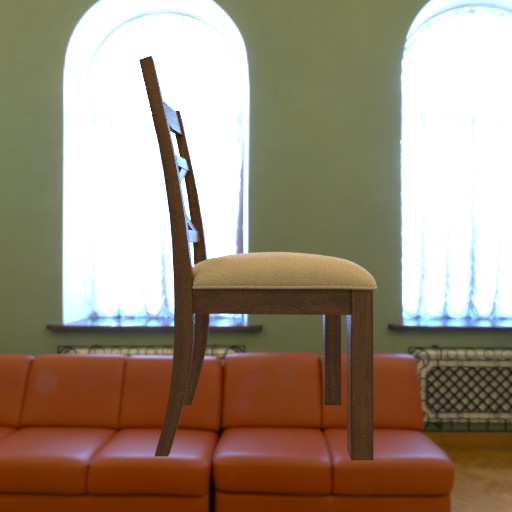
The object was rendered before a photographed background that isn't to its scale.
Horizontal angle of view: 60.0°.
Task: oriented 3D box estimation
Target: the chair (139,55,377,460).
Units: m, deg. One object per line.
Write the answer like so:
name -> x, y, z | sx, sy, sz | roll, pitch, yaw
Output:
chair -> 0.000, 0.000, 1.249 | 0.581, 0.949, 0.461 | 0, -1, 0
